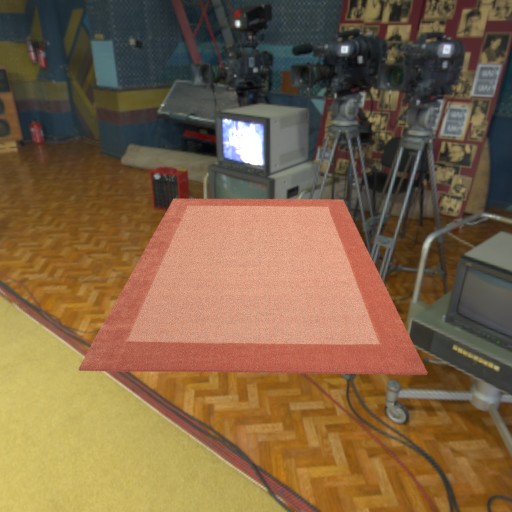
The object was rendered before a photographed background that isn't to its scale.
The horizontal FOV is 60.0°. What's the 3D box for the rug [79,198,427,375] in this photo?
[{"bbox_3d":[0.000,0.000,2.364,1.219,0.014,1.829,0,26,1],"label":"rug"}]
